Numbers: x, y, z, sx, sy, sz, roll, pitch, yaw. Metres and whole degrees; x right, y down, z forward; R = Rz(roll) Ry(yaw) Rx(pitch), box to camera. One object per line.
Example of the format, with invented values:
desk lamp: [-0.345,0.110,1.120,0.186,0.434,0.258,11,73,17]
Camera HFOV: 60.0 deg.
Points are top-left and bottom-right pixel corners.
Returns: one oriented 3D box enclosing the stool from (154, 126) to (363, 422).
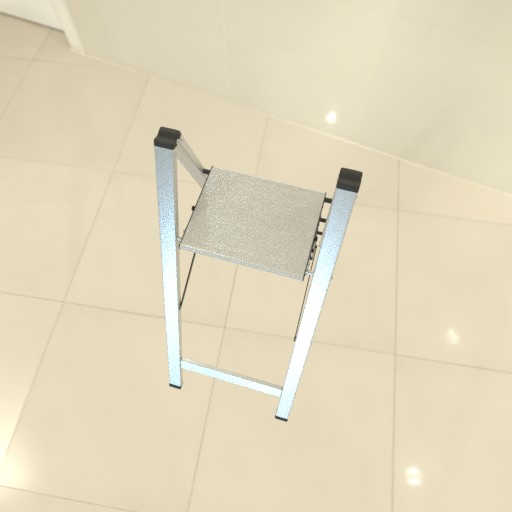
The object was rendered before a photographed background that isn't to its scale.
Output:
stool: [0.000,0.000,1.307,0.441,0.902,0.730,14,64,7]
